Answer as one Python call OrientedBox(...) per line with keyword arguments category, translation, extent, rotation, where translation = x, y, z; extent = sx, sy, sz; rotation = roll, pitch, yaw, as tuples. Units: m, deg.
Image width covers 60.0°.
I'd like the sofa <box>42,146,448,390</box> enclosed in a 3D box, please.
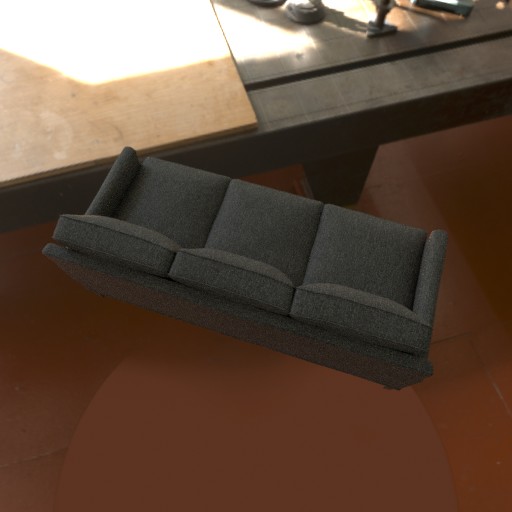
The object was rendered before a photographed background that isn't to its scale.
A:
OrientedBox(category="sofa", translation=(0.000, 0.000, 2.839), extent=(2.246, 1.003, 1.084), rotation=(16, 63, 8))
